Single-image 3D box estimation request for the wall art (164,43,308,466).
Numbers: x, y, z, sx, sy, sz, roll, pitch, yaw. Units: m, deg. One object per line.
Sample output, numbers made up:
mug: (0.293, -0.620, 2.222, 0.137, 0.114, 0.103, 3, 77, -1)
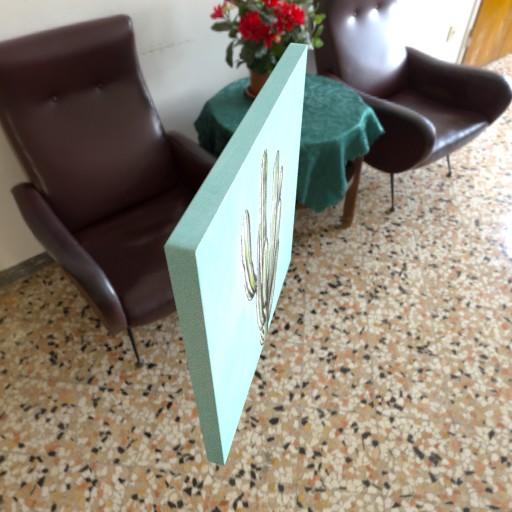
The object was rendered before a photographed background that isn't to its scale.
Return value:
wall art: (0.000, 0.000, 1.117, 0.054, 0.766, 0.765, 11, 46, 11)
